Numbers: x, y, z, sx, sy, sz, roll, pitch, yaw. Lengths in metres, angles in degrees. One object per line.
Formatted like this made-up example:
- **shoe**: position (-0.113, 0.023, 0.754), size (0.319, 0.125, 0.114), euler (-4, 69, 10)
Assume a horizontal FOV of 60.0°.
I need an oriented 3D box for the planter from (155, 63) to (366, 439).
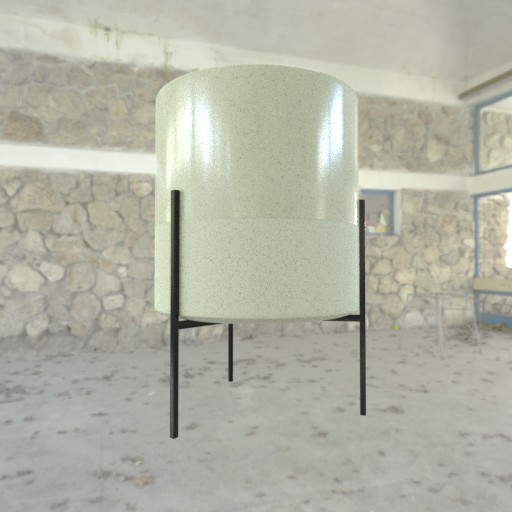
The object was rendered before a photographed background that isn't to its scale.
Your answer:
- **planter**: position (0.000, 0.000, 0.704), size (0.314, 0.475, 0.323), euler (0, -1, -18)
